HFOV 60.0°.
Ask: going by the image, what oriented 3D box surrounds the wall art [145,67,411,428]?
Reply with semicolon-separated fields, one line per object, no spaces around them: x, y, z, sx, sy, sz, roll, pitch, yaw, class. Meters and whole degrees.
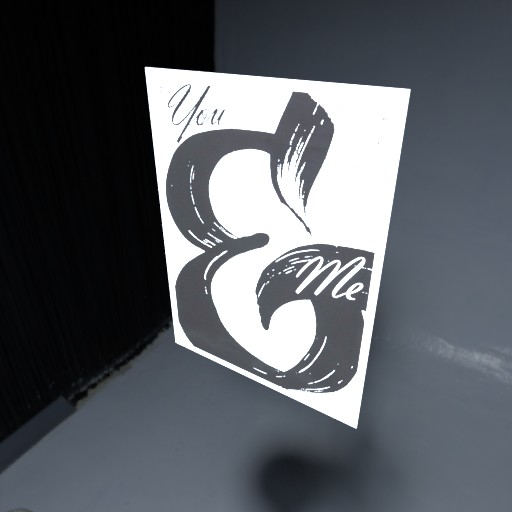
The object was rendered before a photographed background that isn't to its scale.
0.000;0.000;0.806;0.457;0.609;0.003;18;33;29;wall art
